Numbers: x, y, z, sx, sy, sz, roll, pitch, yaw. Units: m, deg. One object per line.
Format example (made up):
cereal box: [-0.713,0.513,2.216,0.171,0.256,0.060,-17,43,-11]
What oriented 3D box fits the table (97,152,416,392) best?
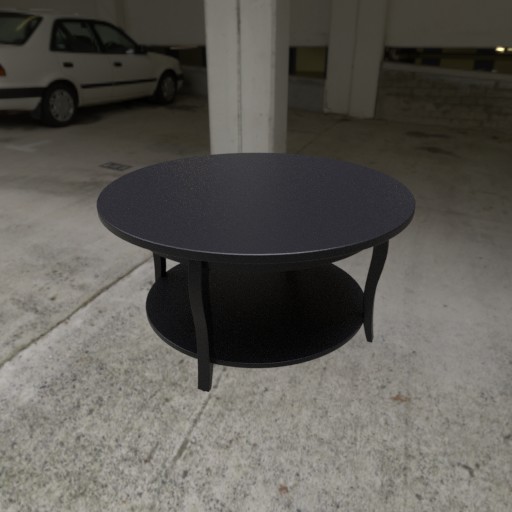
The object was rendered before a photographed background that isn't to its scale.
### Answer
table: [0.000,0.000,1.434,0.914,0.457,0.914,0,26,0]
